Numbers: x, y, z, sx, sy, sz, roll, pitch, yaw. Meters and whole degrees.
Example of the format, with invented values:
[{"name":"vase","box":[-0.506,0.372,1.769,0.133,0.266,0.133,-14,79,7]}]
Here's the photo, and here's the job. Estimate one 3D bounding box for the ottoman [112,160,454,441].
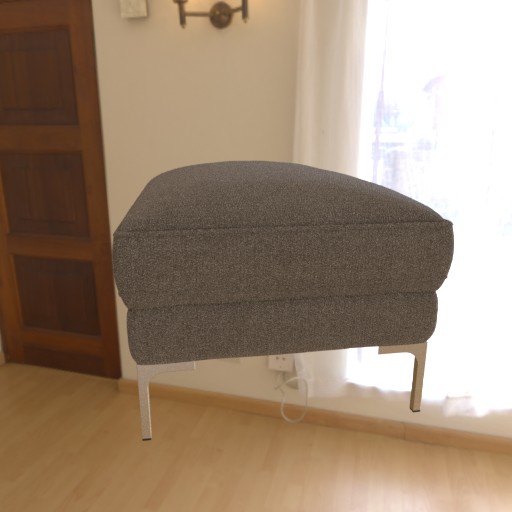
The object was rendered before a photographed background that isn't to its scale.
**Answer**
[{"name":"ottoman","box":[0.000,0.000,1.131,0.583,0.464,0.785,-2,15,-9]}]
